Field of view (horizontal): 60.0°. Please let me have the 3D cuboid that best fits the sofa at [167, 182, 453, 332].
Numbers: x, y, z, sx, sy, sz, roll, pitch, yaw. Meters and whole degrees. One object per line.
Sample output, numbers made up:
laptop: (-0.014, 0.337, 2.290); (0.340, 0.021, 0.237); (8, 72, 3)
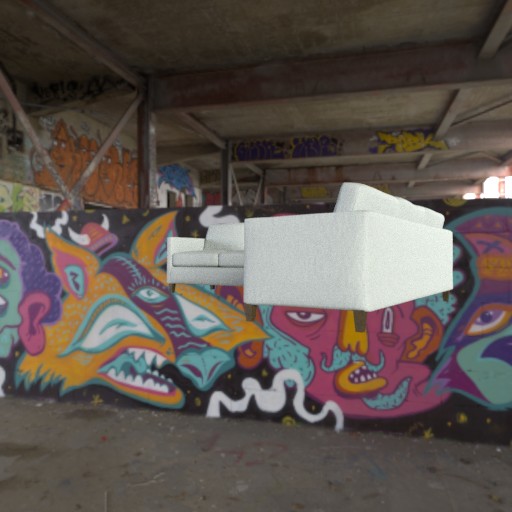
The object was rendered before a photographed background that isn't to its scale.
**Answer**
sofa: (0.000, 0.000, 4.548); (3.333, 0.934, 2.522); (0, -1, 35)
